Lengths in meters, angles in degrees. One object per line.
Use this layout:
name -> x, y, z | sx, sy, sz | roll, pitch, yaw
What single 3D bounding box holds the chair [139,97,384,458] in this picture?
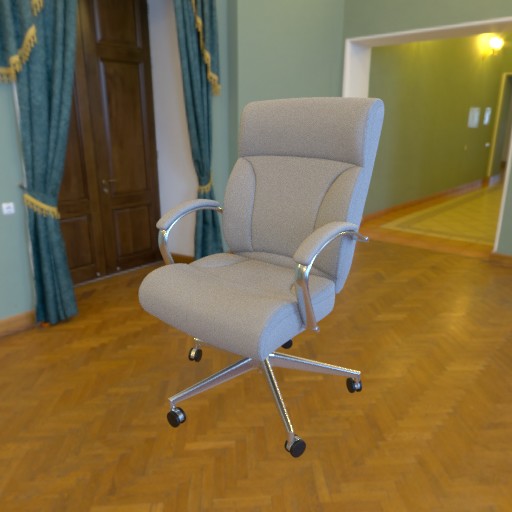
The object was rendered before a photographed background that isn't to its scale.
chair -> 0.000, 0.000, 1.609 | 0.727, 1.099, 0.745 | 14, 22, 38
